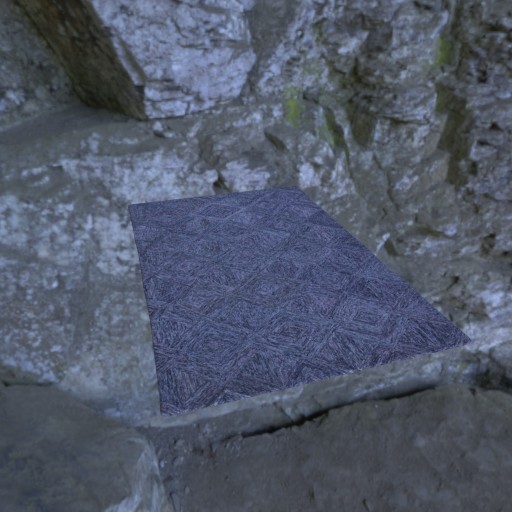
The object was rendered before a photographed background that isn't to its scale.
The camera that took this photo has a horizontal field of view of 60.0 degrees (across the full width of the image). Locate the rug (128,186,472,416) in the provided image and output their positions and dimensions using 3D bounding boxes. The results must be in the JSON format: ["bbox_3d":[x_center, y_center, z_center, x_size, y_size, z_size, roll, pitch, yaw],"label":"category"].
[{"bbox_3d":[0.000,0.000,2.222,1.158,0.013,1.752,-9,30,-15],"label":"rug"}]
